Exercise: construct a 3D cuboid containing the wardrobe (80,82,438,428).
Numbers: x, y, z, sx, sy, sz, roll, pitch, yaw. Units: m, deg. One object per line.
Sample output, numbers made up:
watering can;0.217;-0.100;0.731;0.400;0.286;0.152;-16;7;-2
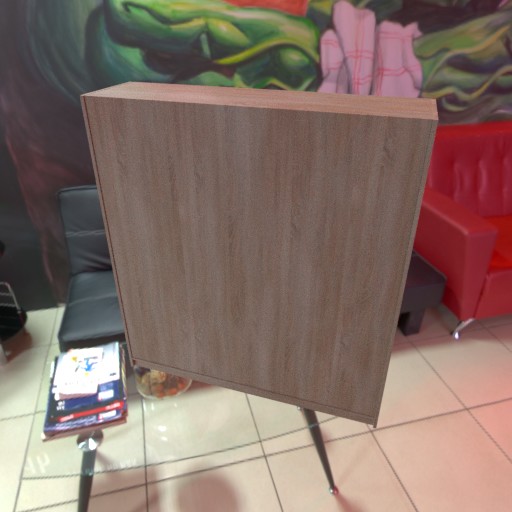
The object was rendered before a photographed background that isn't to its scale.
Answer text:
wardrobe;0.000;0.000;3.135;1.998;2.159;0.598;9;31;16
